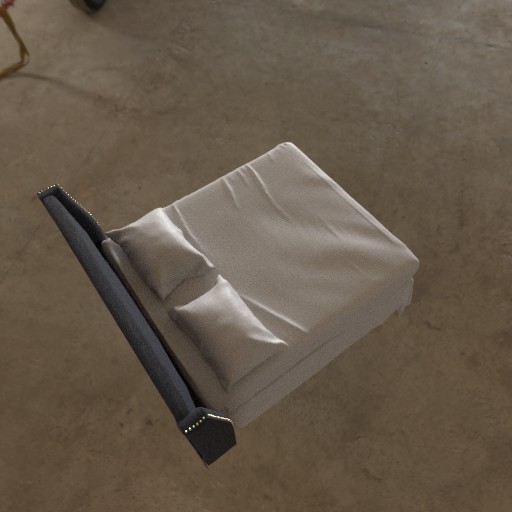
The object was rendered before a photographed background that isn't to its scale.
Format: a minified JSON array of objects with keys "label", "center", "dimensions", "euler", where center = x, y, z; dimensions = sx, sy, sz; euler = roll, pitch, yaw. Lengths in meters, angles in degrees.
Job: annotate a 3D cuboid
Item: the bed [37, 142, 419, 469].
[{"label":"bed","center":[0.000,0.000,3.443],"dimensions":[2.276,1.332,1.925],"euler":[-32,63,-18]}]
